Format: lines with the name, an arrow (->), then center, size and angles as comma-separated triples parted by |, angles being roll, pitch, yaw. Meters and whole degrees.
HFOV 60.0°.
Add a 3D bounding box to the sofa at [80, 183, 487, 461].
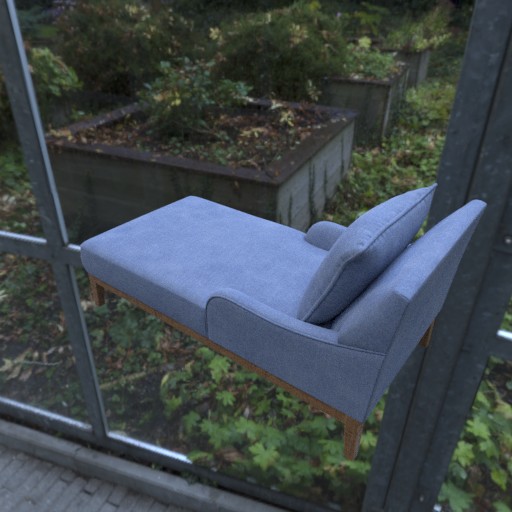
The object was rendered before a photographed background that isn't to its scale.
sofa -> 0.000, 0.000, 2.216 | 1.779, 0.883, 0.904 | 21, 36, 32
